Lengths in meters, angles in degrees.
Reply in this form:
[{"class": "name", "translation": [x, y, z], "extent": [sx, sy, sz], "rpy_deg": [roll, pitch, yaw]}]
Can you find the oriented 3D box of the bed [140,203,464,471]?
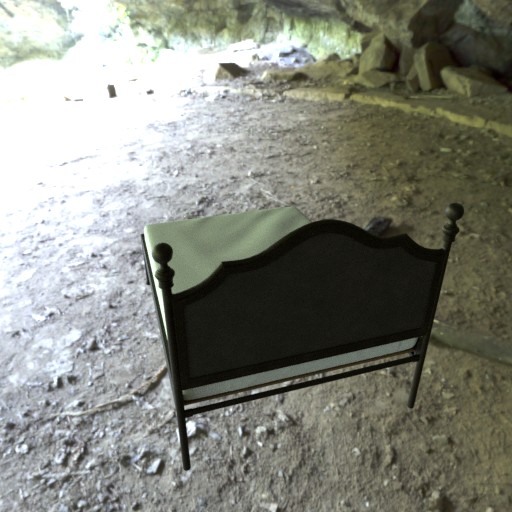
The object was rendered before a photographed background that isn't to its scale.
[{"class": "bed", "translation": [0.000, 0.000, 3.386], "extent": [1.642, 1.499, 2.224], "rpy_deg": [-9, 30, -16]}]
